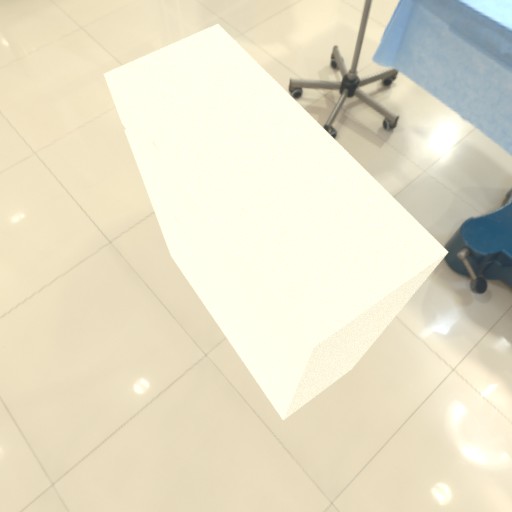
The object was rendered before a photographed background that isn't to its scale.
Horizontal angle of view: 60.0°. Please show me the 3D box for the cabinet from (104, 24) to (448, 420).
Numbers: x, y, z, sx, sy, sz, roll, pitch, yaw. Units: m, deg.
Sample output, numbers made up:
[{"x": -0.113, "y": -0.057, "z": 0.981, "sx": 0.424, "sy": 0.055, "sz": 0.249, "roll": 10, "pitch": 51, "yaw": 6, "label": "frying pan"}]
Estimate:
[{"x": 0.000, "y": 0.000, "z": 1.698, "sx": 0.400, "sy": 1.190, "sz": 1.000, "roll": -32, "pitch": 67, "yaw": -15, "label": "cabinet"}]
